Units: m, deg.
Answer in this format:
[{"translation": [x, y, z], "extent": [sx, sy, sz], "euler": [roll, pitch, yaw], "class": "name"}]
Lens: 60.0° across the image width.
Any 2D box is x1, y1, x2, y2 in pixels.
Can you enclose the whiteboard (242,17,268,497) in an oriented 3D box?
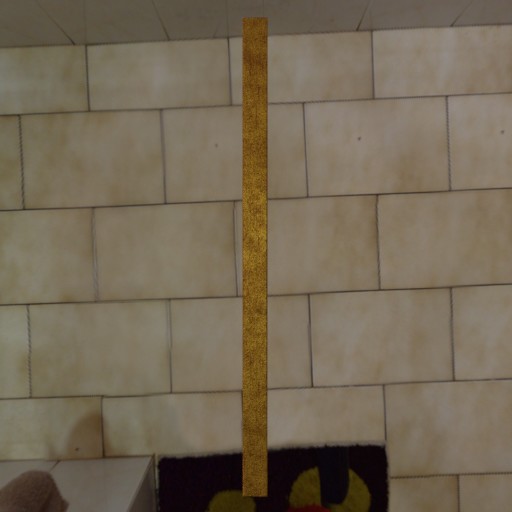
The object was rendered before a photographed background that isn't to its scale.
[{"translation": [0.000, 0.000, 0.747], "extent": [0.029, 0.457, 0.561], "euler": [0, 91, 0], "class": "whiteboard"}]
